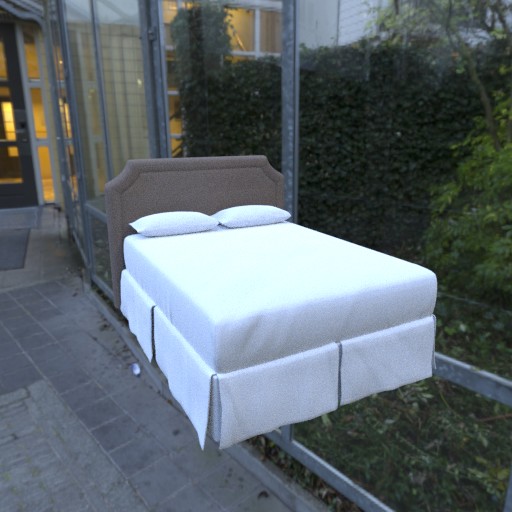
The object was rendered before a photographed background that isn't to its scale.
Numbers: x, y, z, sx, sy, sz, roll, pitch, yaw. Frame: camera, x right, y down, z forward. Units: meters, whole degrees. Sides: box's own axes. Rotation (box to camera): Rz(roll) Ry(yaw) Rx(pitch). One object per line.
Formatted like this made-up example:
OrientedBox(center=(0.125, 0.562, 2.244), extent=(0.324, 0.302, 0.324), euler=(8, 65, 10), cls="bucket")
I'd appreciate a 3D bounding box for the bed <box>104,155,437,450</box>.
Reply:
OrientedBox(center=(0.000, 0.000, 3.213), extent=(1.693, 1.290, 2.116), euler=(-9, 18, -27), cls="bed")
